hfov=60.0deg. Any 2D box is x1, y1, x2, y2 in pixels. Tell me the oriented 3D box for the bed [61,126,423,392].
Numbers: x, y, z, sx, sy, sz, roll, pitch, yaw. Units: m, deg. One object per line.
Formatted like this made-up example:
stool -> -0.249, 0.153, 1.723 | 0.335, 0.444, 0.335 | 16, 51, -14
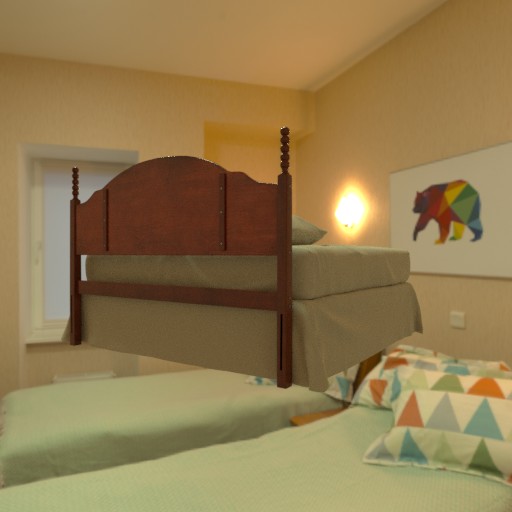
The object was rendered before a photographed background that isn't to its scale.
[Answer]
bed -> 0.000, 0.000, 3.715 | 2.322, 1.355, 2.219 | 0, 0, 35
